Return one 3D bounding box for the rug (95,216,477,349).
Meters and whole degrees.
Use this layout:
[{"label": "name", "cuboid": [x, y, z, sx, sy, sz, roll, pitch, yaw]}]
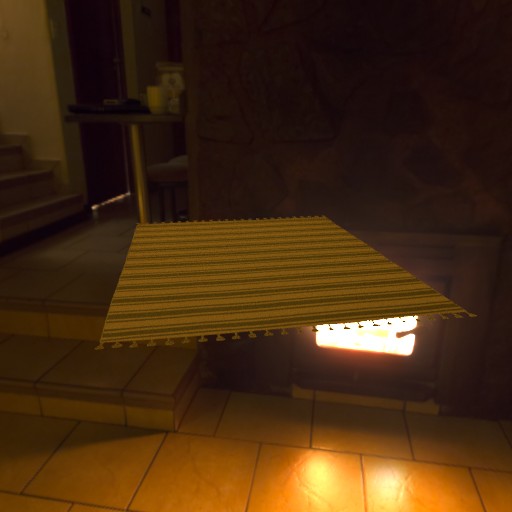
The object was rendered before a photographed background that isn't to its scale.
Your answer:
[{"label": "rug", "cuboid": [0.000, 0.000, 4.216, 2.439, 0.005, 3.201, -3, 18, -10]}]
